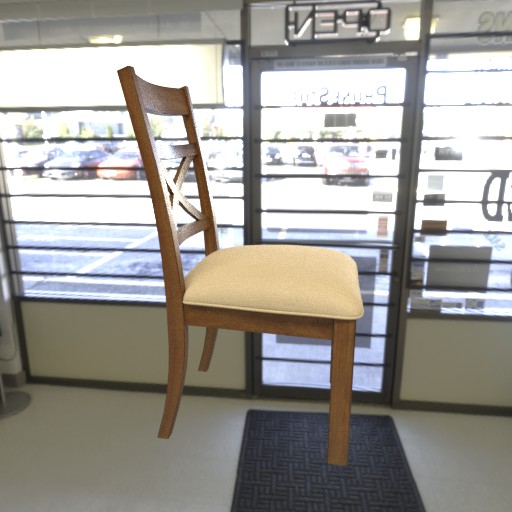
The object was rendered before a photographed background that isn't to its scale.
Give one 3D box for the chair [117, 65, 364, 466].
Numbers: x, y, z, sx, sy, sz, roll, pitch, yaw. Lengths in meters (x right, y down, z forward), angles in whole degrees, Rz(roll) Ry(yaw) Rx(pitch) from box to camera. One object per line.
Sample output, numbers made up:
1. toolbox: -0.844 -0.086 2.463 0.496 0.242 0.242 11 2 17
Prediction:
1. chair: 0.000 0.000 1.246 0.581 0.949 0.461 3 15 10
